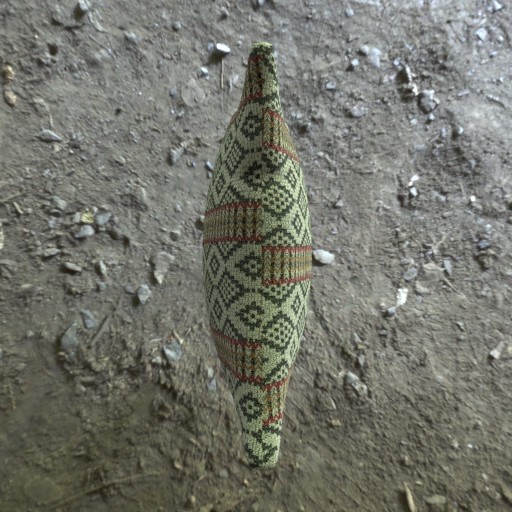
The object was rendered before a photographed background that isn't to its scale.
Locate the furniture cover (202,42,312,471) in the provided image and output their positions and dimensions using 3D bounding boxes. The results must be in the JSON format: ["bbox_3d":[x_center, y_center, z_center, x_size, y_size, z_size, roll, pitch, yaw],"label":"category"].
[{"bbox_3d":[0.000,0.000,0.766,0.182,0.506,0.503,0,90,-2],"label":"furniture cover"}]
